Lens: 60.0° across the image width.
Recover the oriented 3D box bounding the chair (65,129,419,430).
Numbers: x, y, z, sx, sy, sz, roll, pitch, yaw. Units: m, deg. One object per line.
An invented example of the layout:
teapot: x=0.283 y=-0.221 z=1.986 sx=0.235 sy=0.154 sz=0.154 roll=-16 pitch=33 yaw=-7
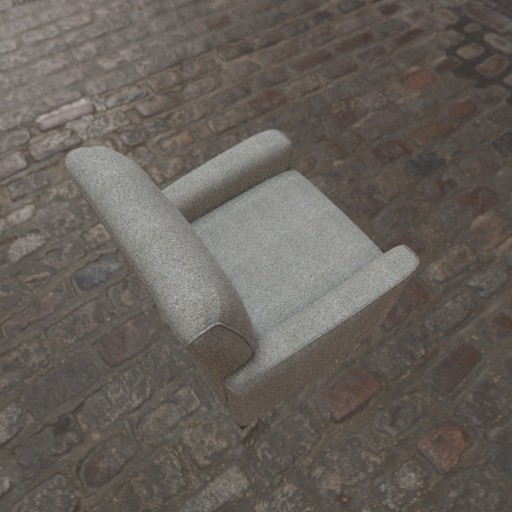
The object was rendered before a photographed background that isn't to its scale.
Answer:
chair: x=0.000 y=0.000 z=1.612 sx=0.858 sy=1.028 sz=0.841 roll=-32 pitch=63 yaw=-18
